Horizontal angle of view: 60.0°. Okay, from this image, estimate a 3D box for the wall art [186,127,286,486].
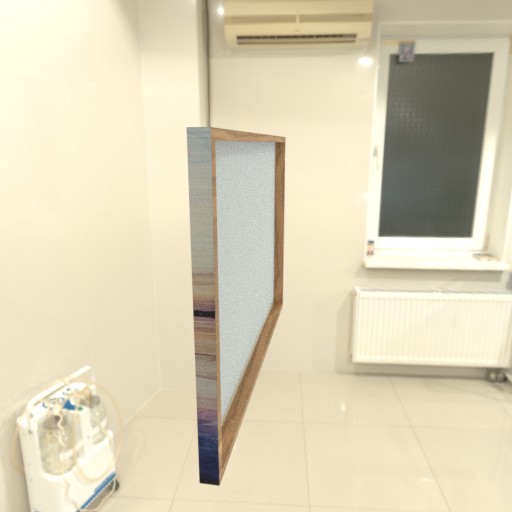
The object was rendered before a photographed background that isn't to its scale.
[{"bbox_3d":[0.000,0.000,1.140,0.037,0.605,0.911,3,14,10],"label":"wall art"}]
